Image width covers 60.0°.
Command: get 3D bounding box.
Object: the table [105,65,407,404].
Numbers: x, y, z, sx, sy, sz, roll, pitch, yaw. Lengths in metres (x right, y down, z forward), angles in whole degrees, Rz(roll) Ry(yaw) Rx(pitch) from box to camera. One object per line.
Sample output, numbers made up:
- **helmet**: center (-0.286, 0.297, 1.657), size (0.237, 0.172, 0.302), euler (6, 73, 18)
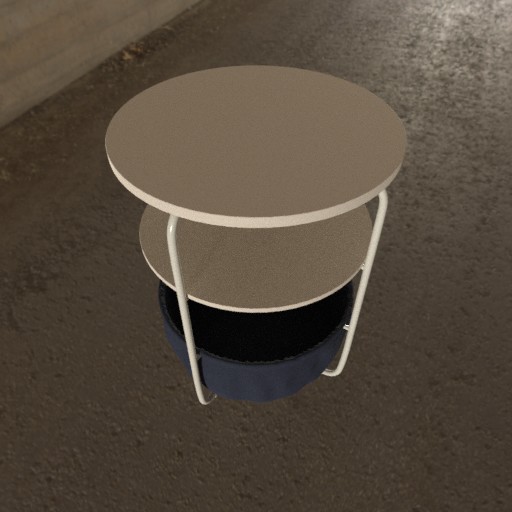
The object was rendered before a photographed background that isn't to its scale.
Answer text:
- **table**: center (0.000, 0.000, 0.820), size (0.418, 0.532, 0.418), euler (-9, 46, -9)
